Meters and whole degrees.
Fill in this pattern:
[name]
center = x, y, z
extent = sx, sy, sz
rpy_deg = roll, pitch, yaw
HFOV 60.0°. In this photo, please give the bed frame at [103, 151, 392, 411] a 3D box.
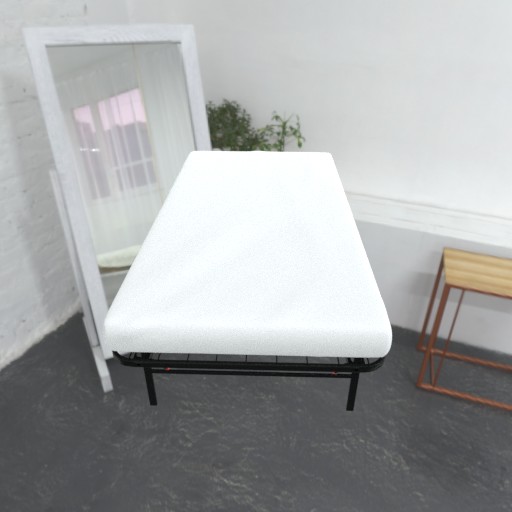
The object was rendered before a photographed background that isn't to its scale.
[bed frame]
center = 0.000, 0.000, 2.400
extent = 0.989, 0.619, 1.903
rpy_deg = 1, 31, 2
